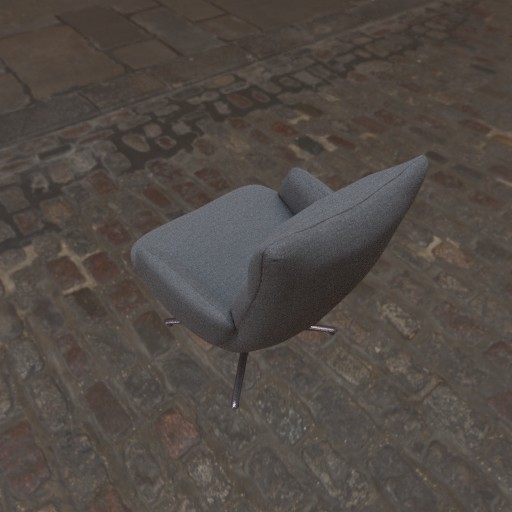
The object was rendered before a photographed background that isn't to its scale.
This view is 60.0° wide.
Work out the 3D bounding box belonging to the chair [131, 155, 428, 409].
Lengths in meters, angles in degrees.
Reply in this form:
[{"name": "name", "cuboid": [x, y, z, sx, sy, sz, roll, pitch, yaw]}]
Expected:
[{"name": "chair", "cuboid": [0.000, 0.000, 1.535, 0.702, 0.984, 0.831, -31, 54, -25]}]
